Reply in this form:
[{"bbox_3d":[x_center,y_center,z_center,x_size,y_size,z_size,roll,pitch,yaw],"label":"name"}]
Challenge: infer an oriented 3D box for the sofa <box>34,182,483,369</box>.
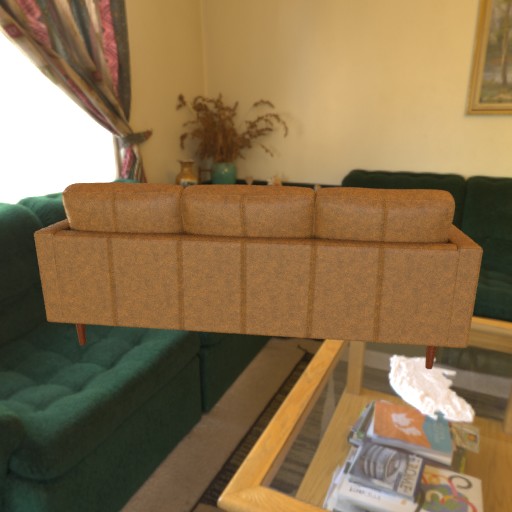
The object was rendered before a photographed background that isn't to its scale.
[{"bbox_3d":[0.000,0.000,2.666,2.231,0.930,0.903,2,17,7],"label":"sofa"}]
